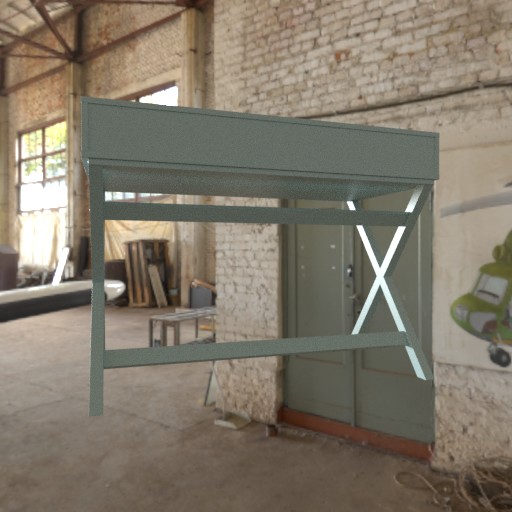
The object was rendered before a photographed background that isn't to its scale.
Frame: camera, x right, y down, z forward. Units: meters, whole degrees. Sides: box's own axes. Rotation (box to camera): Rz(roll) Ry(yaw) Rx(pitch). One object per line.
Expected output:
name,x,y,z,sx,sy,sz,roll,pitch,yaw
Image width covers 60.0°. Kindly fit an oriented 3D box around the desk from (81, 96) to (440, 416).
desk,0.000,0.000,1.480,1.059,0.780,0.509,0,0,-18
